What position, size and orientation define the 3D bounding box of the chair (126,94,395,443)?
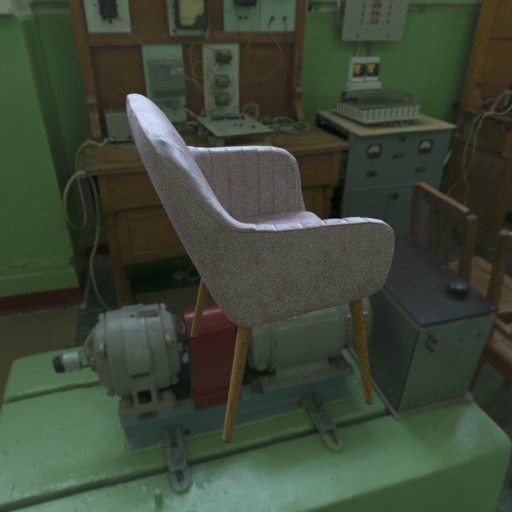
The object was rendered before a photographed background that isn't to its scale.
[{"bbox_3d":[0.000,0.000,1.216,0.570,0.832,0.610,-9,31,-16],"label":"chair"}]
